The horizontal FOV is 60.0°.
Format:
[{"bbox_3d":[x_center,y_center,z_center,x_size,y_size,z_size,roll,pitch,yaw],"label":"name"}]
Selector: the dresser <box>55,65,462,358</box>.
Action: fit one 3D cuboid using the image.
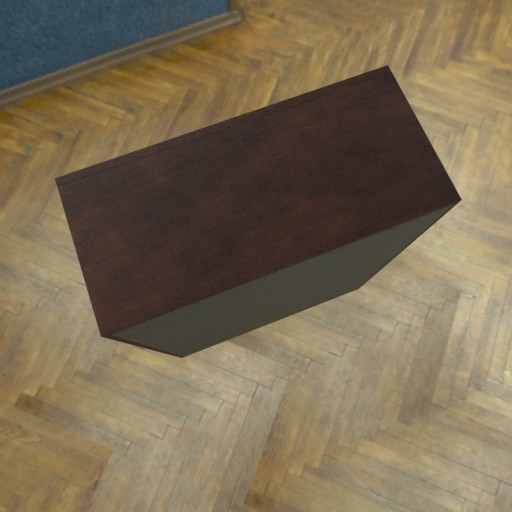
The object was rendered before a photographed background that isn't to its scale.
[{"bbox_3d":[0.000,0.000,2.012,1.072,1.514,0.506,-20,76,-5],"label":"dresser"}]
